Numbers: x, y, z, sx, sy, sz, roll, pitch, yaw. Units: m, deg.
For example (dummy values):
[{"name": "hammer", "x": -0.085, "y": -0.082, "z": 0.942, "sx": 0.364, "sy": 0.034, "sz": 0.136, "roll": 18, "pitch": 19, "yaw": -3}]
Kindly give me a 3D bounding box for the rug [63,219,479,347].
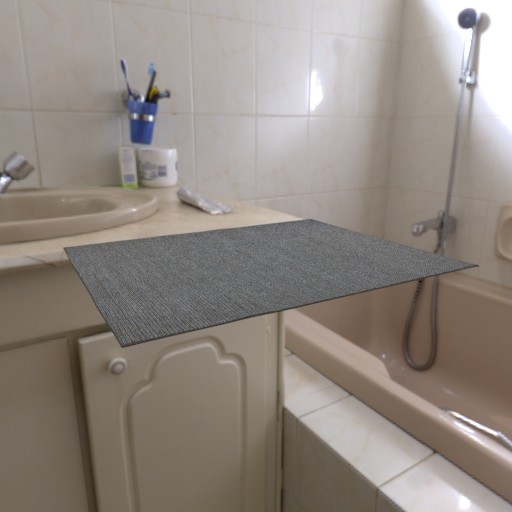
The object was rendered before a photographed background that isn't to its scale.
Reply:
[{"name": "rug", "x": 0.000, "y": 0.000, "z": 4.135, "sx": 3.068, "sy": 0.021, "sz": 2.456, "roll": -9, "pitch": 18, "yaw": -28}]
